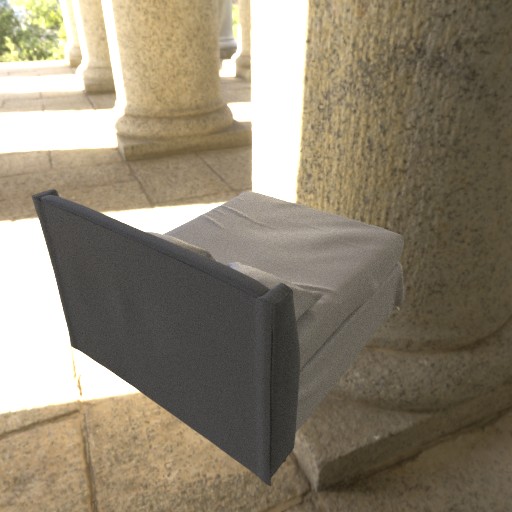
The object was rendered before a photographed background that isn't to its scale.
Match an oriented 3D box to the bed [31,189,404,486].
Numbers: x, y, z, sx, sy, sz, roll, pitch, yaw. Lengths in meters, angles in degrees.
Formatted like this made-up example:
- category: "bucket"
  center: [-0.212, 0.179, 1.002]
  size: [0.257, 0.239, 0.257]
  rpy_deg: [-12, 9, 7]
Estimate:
- category: "bed"
  center: [0.000, 0.000, 3.423]
  size: [1.925, 1.332, 2.276]
  rpy_deg: [21, 37, 31]
